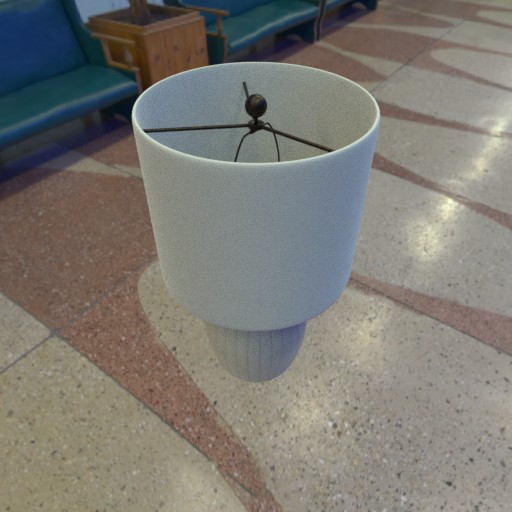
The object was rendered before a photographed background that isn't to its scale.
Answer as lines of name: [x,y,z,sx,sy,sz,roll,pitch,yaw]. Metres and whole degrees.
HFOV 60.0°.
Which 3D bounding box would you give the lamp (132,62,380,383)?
lamp: [0.000,0.000,0.775,0.328,0.570,0.328,0,42,0]
